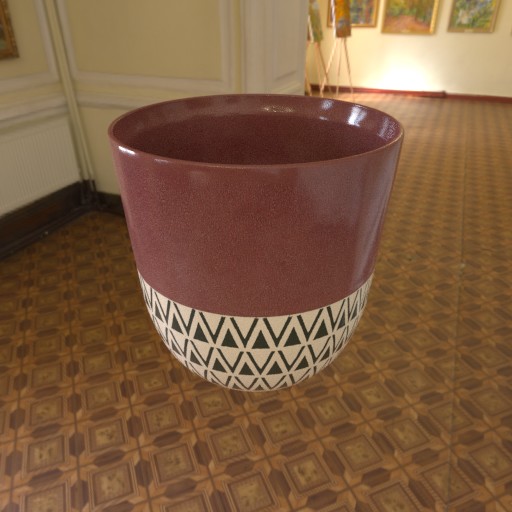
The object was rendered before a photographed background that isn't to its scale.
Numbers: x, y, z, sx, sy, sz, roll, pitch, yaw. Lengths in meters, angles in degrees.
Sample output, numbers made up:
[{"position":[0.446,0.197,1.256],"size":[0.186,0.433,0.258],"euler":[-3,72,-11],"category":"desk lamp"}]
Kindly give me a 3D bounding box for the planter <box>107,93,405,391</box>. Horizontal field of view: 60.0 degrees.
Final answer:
[{"position":[0.000,0.000,0.355],"size":[0.195,0.214,0.195],"euler":[0,30,0],"category":"planter"}]
